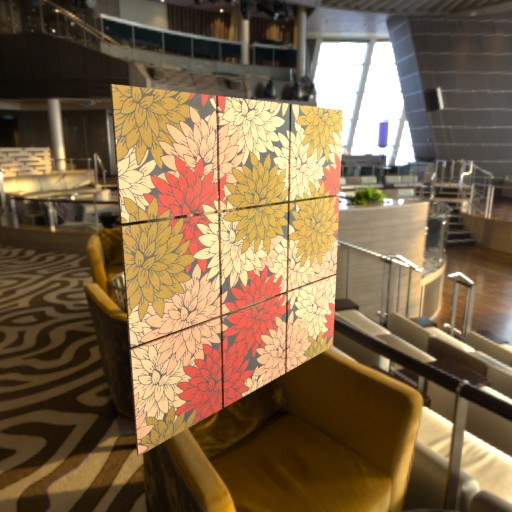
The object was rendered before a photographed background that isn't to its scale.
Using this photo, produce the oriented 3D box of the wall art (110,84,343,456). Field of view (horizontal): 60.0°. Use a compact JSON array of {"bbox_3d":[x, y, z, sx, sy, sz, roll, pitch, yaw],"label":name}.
[{"bbox_3d":[0.000,0.000,2.305,0.013,1.534,1.519,13,18,42],"label":"wall art"}]
